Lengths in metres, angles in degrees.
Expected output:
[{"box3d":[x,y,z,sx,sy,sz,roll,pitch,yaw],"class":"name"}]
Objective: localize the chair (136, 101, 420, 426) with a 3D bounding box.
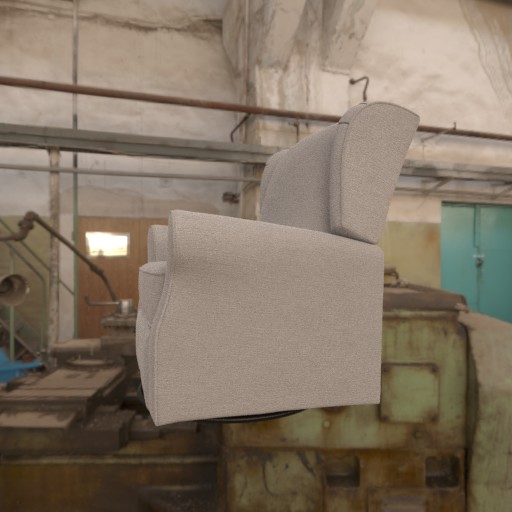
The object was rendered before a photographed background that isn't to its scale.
[{"box3d":[0.000,0.000,1.637,0.854,0.966,0.906,0,1,-17],"class":"chair"}]
